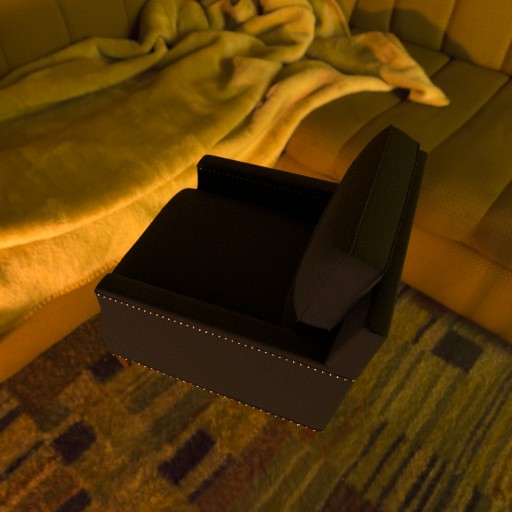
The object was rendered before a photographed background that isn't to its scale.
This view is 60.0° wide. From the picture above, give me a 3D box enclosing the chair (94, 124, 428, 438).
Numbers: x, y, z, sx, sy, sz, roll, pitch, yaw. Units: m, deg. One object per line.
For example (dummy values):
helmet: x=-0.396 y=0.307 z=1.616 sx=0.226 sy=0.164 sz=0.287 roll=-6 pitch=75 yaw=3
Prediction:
chair: x=0.000 y=0.000 z=1.699 sx=1.014 sy=0.943 sz=0.853 roll=16 pitch=49 yaw=14
